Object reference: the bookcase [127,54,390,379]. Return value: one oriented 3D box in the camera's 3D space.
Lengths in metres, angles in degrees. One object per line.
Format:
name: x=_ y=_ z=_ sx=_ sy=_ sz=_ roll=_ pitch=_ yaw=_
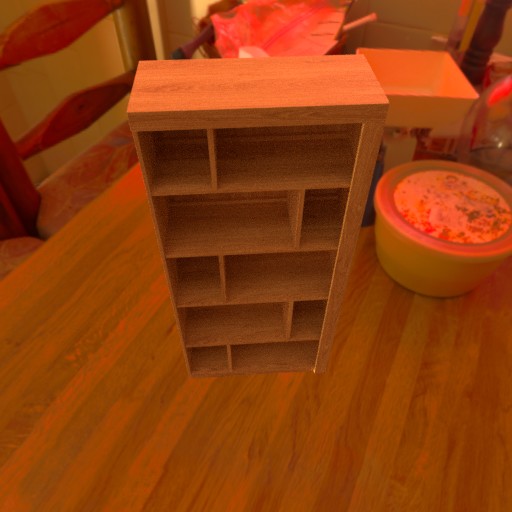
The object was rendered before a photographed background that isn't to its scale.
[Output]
bookcase: x=0.000 y=0.000 z=2.474 sx=0.950 sy=2.020 sz=0.420 roll=-3 pitch=47 yaw=-3
